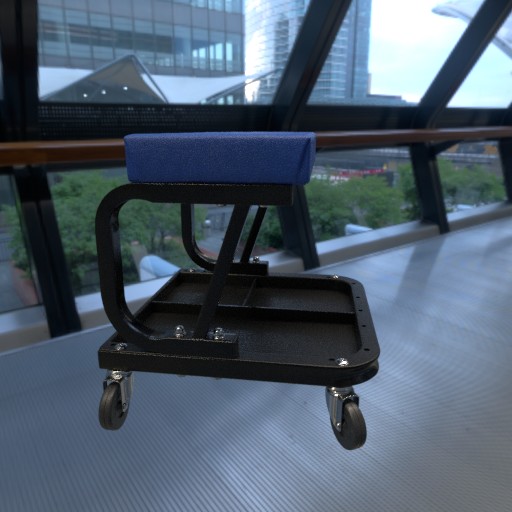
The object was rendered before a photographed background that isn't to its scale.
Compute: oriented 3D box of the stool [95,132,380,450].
[{"bbox_3d":[0.000,0.000,0.707,0.371,0.380,0.446,2,16,8],"label":"stool"}]
